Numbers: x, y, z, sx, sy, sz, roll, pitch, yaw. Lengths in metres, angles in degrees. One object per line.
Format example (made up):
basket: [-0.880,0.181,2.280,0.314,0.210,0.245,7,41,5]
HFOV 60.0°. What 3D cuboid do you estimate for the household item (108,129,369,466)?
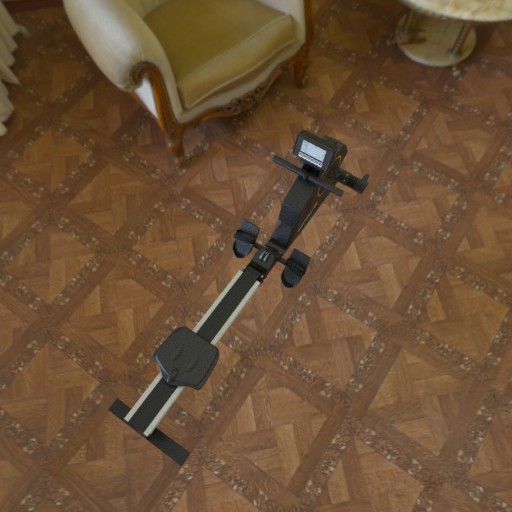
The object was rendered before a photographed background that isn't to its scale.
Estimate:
household item: [0.000,0.000,2.525,0.521,0.810,2.251,31,69,14]
